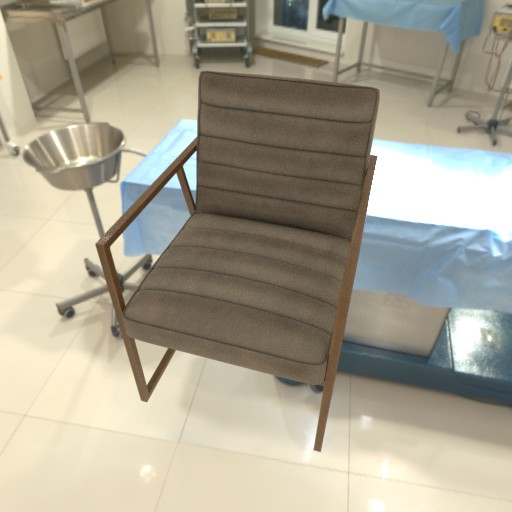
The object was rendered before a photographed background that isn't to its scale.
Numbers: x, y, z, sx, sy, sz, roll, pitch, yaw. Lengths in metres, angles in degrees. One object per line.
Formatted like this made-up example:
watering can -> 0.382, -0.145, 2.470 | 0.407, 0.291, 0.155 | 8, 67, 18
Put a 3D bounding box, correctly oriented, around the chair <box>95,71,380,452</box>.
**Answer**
chair -> 0.000, 0.000, 1.297 | 0.578, 0.843, 0.682 | 11, 41, 13
